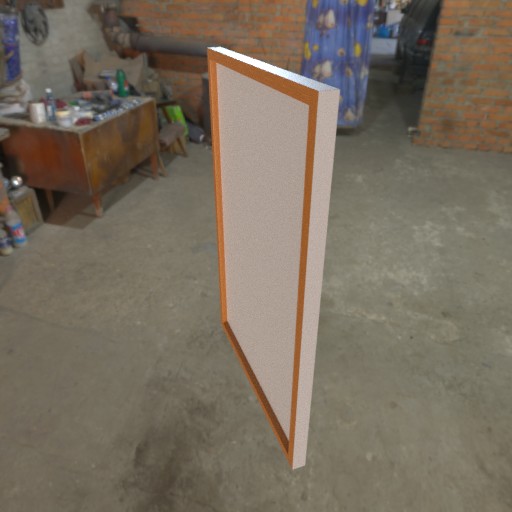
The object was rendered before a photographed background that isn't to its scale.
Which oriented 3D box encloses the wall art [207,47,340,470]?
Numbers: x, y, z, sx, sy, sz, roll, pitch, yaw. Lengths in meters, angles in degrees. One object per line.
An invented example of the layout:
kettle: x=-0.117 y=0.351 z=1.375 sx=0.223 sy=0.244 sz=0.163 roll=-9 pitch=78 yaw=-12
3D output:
wall art: x=0.000 y=0.000 z=1.136 sx=0.037 sy=0.916 sz=0.610 roll=-11 pitch=33 yaw=-18
